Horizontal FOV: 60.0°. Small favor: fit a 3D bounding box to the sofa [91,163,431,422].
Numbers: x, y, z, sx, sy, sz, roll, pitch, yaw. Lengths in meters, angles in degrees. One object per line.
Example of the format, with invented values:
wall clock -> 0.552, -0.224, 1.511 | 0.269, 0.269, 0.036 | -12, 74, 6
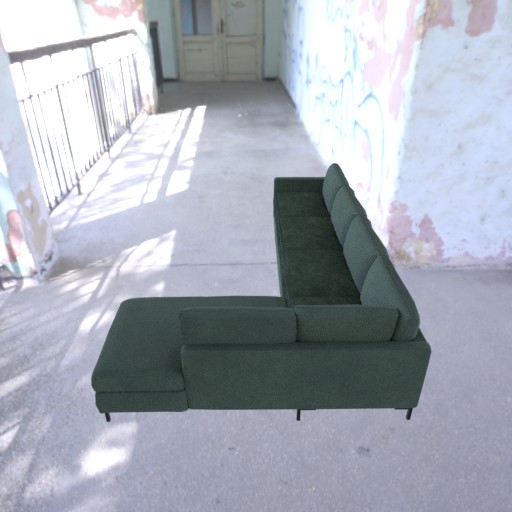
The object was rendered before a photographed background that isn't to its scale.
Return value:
sofa -> 0.000, 0.000, 3.280 | 1.707, 0.687, 2.486 | 0, 30, 0
